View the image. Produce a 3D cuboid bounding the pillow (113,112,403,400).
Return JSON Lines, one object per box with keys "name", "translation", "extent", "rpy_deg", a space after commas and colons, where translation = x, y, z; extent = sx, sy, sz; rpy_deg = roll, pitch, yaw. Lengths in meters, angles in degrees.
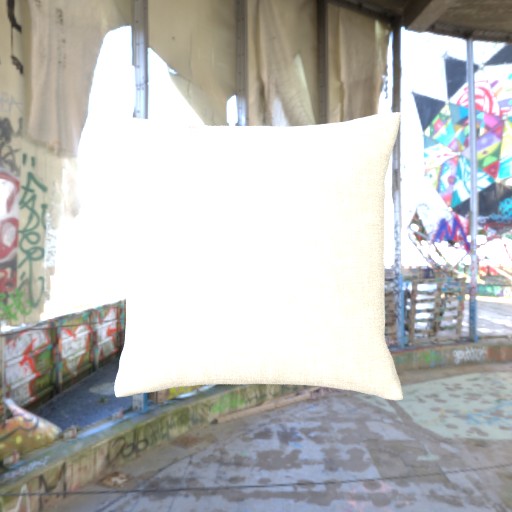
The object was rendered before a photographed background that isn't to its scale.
{"name": "pillow", "translation": [0.000, 0.000, 0.789], "extent": [0.517, 0.508, 0.158], "rpy_deg": [0, 0, 2]}
